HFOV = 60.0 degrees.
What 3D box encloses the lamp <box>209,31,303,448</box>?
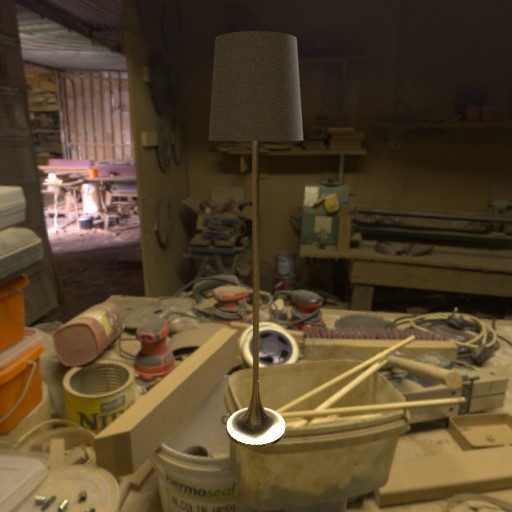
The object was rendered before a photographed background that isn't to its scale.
[{"bbox_3d":[0.000,0.000,1.707,0.337,1.543,0.337,0,16,0],"label":"lamp"}]
